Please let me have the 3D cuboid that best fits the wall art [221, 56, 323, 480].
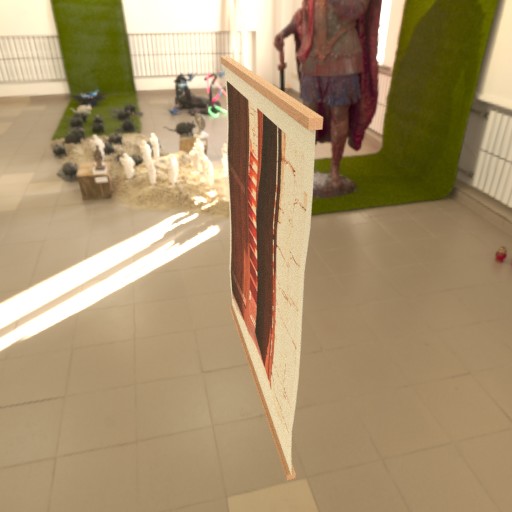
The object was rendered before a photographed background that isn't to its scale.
[{"bbox_3d":[0.000,0.000,0.671,0.013,0.508,0.406,-8,32,-12],"label":"wall art"}]
